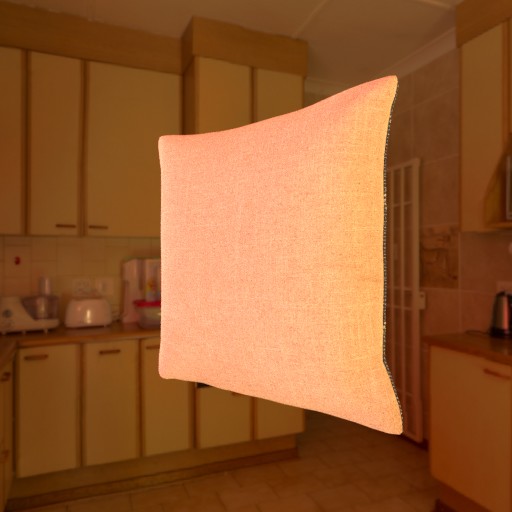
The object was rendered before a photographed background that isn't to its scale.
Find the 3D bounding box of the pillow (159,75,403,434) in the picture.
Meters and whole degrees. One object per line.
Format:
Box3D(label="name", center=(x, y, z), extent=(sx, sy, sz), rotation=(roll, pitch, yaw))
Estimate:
Box3D(label="pillow", center=(0.000, 0.000, 0.659), extent=(0.435, 0.428, 0.148), rotation=(0, -1, 38))
